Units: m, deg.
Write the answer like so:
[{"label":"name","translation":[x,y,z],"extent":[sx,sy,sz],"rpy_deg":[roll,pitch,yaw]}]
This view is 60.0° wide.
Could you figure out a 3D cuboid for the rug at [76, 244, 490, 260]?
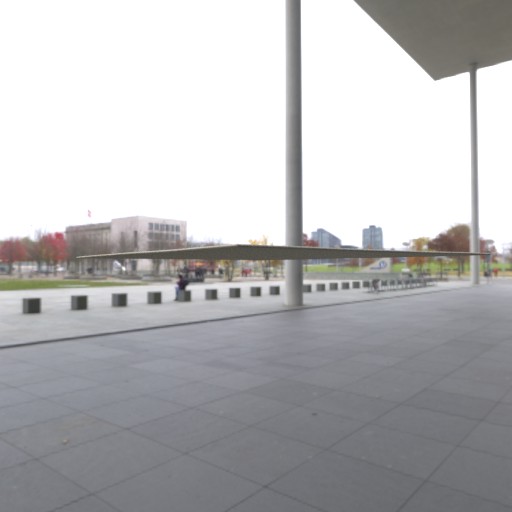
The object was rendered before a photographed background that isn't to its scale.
[{"label":"rug","translation":[0.000,0.000,4.061],"extent":[2.410,0.021,3.055],"rpy_deg":[1,-2,-36]}]
